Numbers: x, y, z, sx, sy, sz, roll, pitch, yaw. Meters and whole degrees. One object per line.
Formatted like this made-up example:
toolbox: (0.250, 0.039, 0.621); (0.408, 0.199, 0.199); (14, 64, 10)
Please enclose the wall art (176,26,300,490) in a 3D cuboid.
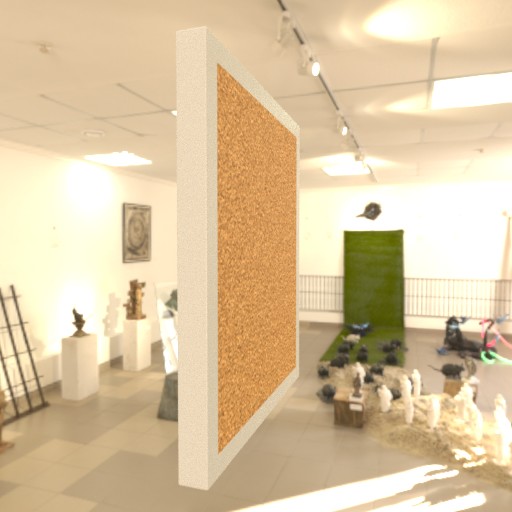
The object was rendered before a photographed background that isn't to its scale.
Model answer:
wall art: (0.000, 0.000, 0.523); (0.028, 0.381, 0.331); (1, 2, 19)
